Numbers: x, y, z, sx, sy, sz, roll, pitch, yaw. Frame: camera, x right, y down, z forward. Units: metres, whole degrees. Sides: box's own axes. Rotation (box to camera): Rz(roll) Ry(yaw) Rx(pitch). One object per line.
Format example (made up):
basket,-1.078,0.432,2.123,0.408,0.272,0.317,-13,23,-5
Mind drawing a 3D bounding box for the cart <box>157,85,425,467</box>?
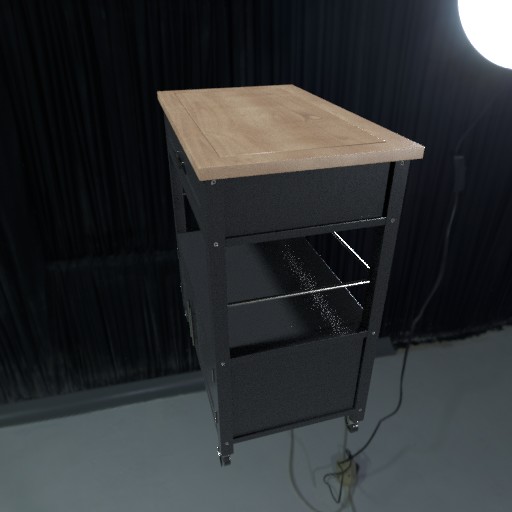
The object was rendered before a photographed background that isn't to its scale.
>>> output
cart,0.000,0.000,1.406,0.459,0.901,0.840,-8,31,-14
